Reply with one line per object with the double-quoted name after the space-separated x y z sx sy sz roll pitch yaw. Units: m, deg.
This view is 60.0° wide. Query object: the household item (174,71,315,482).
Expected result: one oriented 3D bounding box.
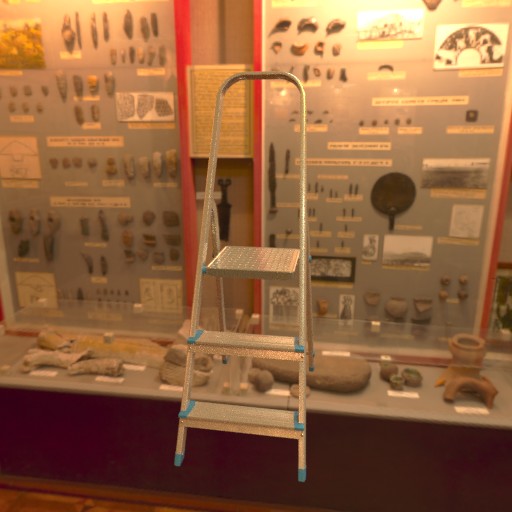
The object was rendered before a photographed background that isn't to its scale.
0.000 0.000 1.536 0.420 1.215 0.687 3 16 9 "household item"
